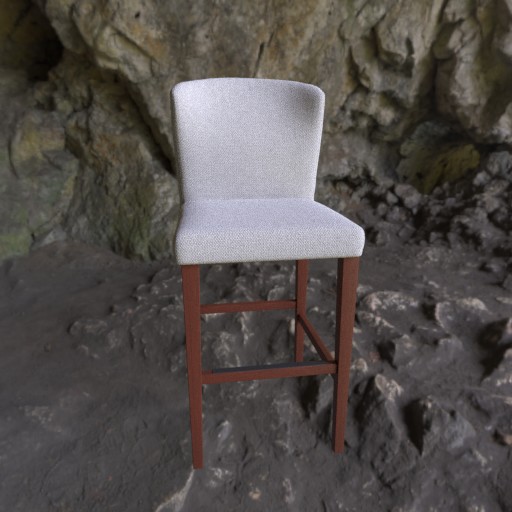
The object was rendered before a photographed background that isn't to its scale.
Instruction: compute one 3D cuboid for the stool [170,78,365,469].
[{"bbox_3d":[0.000,0.000,1.357,0.481,1.069,0.568,-2,16,-9],"label":"stool"}]
